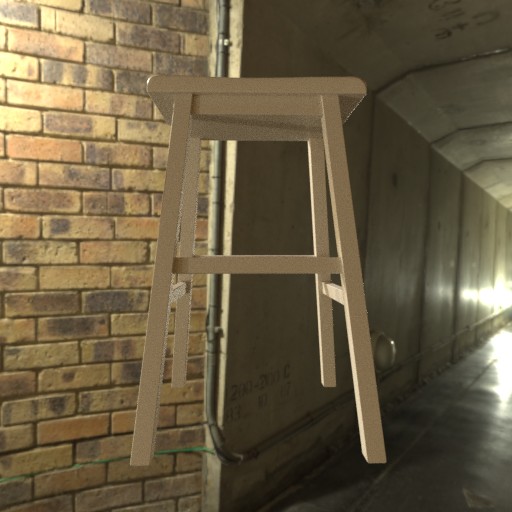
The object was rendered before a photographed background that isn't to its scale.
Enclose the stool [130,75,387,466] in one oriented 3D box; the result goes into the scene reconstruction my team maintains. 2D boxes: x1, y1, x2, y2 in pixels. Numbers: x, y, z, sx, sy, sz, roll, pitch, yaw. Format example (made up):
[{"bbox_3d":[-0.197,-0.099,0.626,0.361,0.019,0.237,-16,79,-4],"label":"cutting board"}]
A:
[{"bbox_3d":[0.000,0.000,1.022,0.457,0.737,0.476,0,1,-1],"label":"stool"}]
